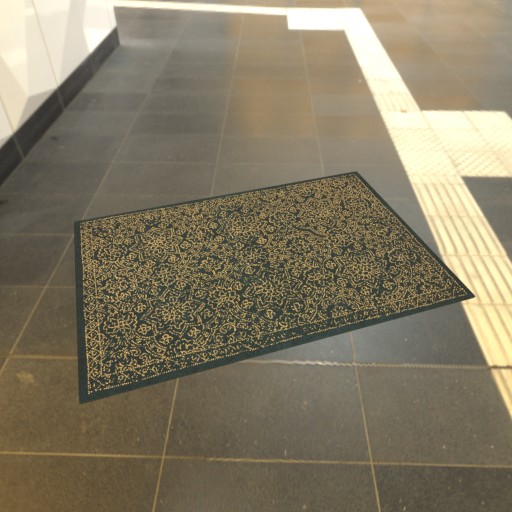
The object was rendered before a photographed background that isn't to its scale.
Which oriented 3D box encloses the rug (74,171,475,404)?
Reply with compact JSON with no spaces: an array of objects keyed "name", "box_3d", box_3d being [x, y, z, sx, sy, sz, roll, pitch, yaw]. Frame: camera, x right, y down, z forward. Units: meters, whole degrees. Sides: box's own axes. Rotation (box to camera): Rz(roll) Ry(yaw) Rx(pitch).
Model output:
[{"name":"rug","box_3d":[0.000,0.000,2.351,1.829,0.010,1.219,-12,43,-13]}]
